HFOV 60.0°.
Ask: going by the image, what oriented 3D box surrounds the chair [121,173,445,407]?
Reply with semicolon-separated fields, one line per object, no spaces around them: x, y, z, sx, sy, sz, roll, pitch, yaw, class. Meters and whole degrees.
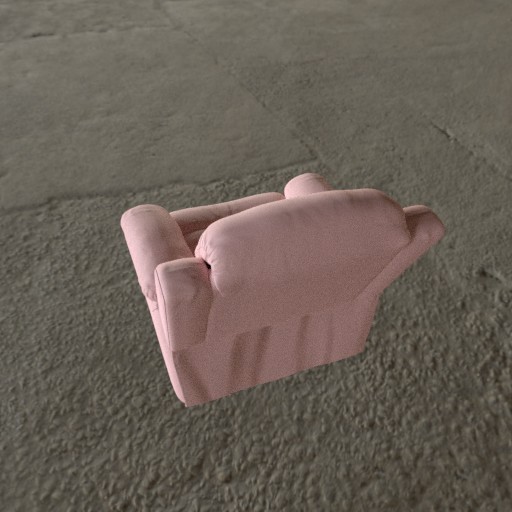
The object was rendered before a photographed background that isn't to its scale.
0.000;0.000;1.251;0.680;0.702;0.709;-13;42;-15;chair
